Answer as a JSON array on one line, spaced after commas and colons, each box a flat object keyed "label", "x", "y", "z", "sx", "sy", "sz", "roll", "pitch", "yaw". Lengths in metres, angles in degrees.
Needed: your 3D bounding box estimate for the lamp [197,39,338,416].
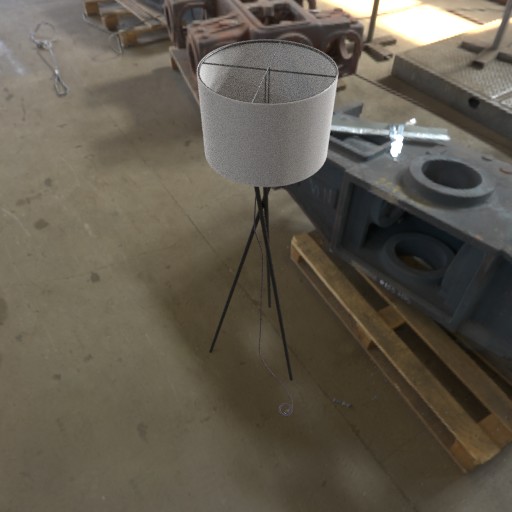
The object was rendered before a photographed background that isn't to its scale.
[{"label": "lamp", "x": 0.000, "y": 0.000, "z": 1.929, "sx": 0.522, "sy": 1.624, "sz": 0.667, "roll": 10, "pitch": 48, "yaw": 9}]
